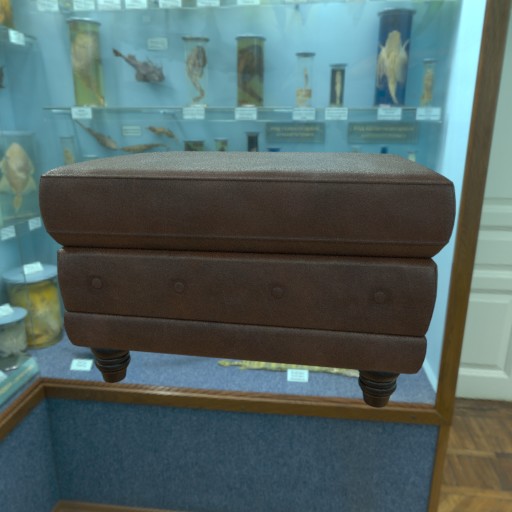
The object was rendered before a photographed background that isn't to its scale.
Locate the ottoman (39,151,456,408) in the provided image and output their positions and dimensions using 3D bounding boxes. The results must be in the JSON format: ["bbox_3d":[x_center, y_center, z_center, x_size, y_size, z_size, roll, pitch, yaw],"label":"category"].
[{"bbox_3d":[0.000,0.000,1.140,0.795,0.509,0.588,3,17,9],"label":"ottoman"}]
